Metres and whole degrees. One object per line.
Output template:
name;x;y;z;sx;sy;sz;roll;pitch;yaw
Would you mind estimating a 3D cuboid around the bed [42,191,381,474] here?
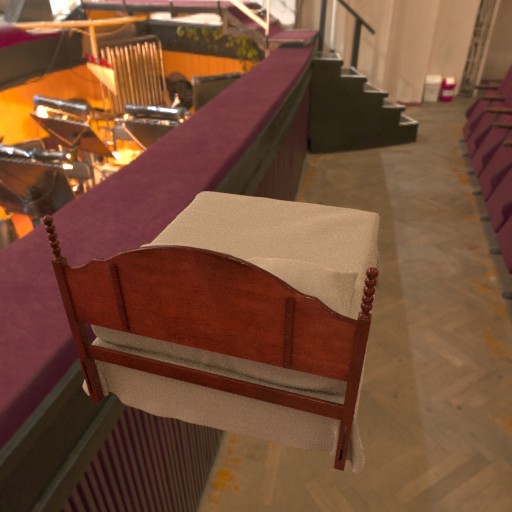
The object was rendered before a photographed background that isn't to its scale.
bed;0.000;0.000;3.176;1.873;1.356;2.040;9;33;14
